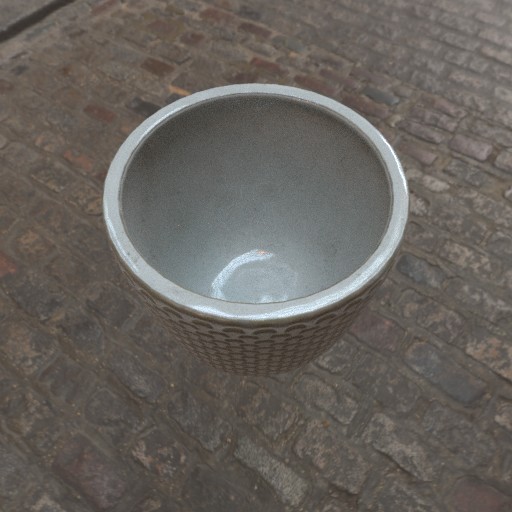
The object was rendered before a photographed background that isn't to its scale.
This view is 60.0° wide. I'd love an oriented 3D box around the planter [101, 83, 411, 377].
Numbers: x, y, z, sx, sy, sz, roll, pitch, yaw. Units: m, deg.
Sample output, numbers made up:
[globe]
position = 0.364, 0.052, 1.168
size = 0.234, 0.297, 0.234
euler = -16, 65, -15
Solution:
[planter]
position = 0.000, 0.000, 0.314
size = 0.173, 0.160, 0.173
euler = 0, 58, 0
